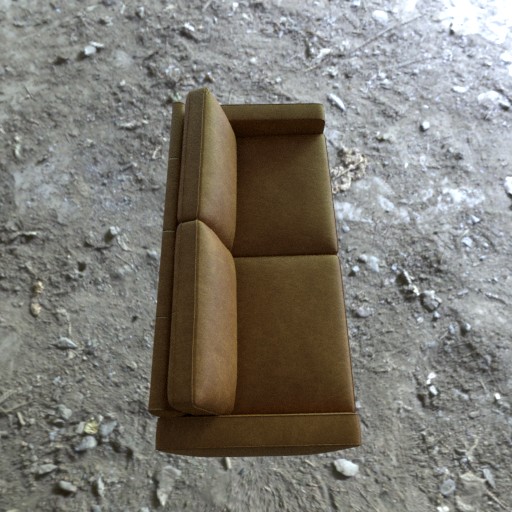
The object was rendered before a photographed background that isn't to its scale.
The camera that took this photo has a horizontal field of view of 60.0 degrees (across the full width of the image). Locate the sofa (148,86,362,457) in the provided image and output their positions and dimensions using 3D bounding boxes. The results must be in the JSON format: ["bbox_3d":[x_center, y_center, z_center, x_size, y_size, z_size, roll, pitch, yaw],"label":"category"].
[{"bbox_3d":[0.000,0.000,2.620,0.991,0.928,2.156,-1,65,-1],"label":"sofa"}]
